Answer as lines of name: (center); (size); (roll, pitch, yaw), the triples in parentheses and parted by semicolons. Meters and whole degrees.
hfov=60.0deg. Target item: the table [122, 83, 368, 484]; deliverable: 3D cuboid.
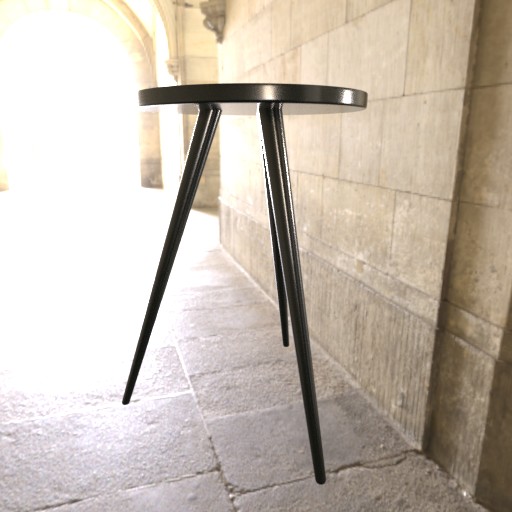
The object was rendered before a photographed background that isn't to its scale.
table: (0.000, 0.000, 0.810); (0.403, 0.548, 0.415); (7, 17, 26)
